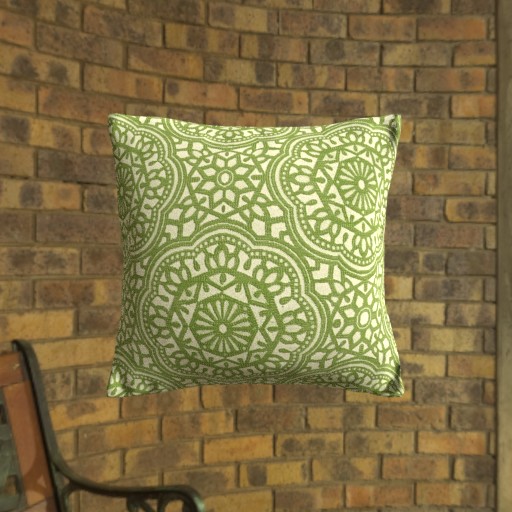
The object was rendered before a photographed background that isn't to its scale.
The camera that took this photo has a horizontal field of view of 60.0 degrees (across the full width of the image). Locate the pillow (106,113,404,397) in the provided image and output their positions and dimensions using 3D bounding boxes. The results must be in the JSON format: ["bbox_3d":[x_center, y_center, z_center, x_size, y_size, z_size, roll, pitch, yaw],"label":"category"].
[{"bbox_3d":[0.000,0.000,0.654,0.440,0.419,0.162,0,0,-1],"label":"pillow"}]
